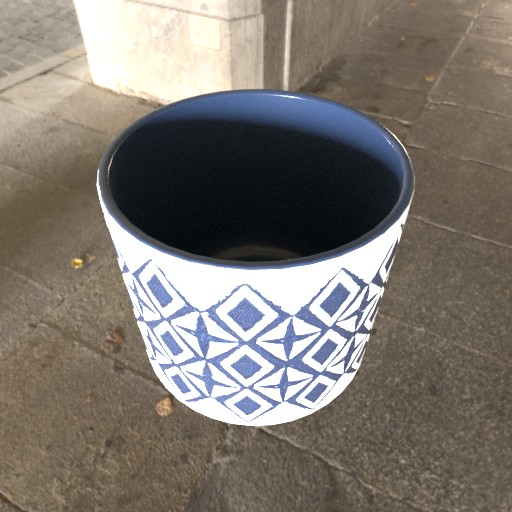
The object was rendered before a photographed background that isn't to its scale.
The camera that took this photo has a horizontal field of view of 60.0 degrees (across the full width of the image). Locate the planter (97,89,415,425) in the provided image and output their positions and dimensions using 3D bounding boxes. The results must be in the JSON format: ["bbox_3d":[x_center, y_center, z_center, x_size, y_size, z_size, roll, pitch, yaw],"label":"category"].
[{"bbox_3d":[0.000,0.000,0.277,0.159,0.144,0.159,0,45,0],"label":"planter"}]
